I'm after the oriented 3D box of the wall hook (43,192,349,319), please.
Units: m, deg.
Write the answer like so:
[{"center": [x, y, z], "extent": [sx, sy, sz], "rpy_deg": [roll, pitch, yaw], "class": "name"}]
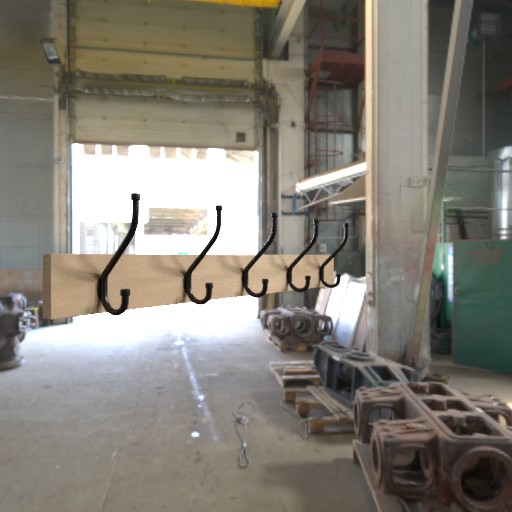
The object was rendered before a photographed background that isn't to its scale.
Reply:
[{"center": [0.000, 0.000, 0.619], "extent": [0.071, 0.117, 0.571], "rpy_deg": [0, 0, 36], "class": "wall hook"}]
